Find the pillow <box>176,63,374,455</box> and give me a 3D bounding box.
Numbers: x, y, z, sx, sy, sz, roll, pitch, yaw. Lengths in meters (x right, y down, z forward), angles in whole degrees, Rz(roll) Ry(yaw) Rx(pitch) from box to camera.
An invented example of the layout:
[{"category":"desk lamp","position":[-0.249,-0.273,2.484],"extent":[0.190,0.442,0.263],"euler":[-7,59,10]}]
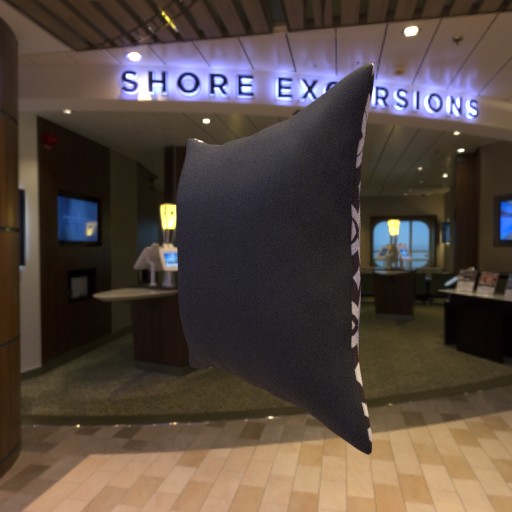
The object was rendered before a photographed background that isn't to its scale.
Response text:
[{"category":"pillow","position":[0.000,0.000,0.760],"extent":[0.188,0.494,0.504],"euler":[-1,2,-35]}]
